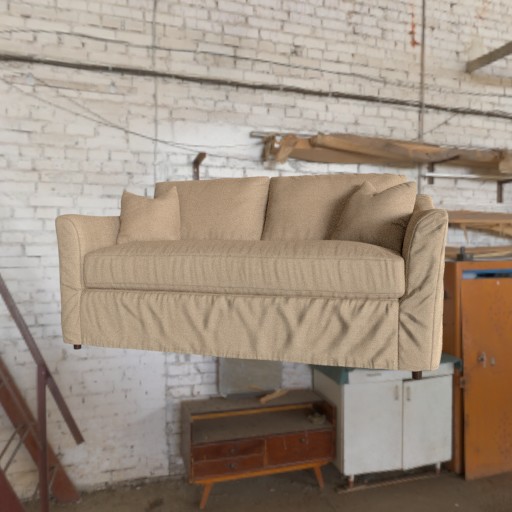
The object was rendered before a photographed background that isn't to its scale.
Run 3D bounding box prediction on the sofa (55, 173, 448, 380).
[{"bbox_3d":[0.000,0.000,2.605,2.010,1.018,1.072,1,2,18],"label":"sofa"}]
